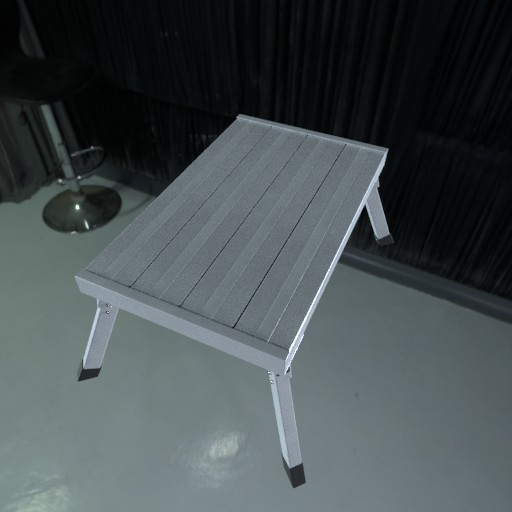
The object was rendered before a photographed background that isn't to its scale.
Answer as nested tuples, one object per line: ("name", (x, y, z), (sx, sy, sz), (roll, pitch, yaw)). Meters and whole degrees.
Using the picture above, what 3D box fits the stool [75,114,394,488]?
("stool", (0.000, 0.000, 0.727), (0.385, 0.225, 0.535), (19, 48, 17))
